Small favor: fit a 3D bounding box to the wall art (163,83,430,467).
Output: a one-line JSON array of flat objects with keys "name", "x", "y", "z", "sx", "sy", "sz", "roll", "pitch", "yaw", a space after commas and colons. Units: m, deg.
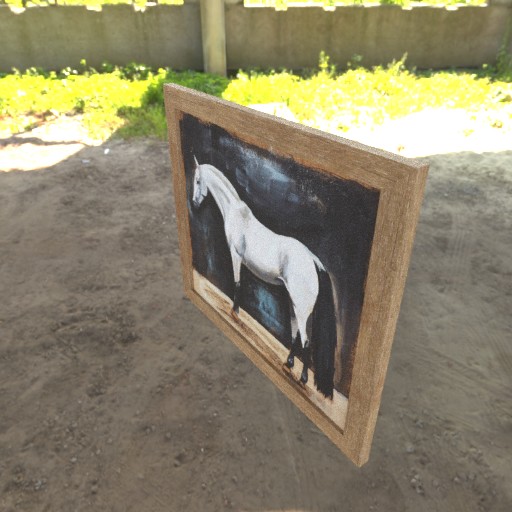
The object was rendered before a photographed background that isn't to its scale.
[{"name": "wall art", "x": 0.000, "y": 0.000, "z": 0.928, "sx": 0.026, "sy": 0.588, "sz": 0.690, "roll": -21, "pitch": 37, "yaw": -30}]
